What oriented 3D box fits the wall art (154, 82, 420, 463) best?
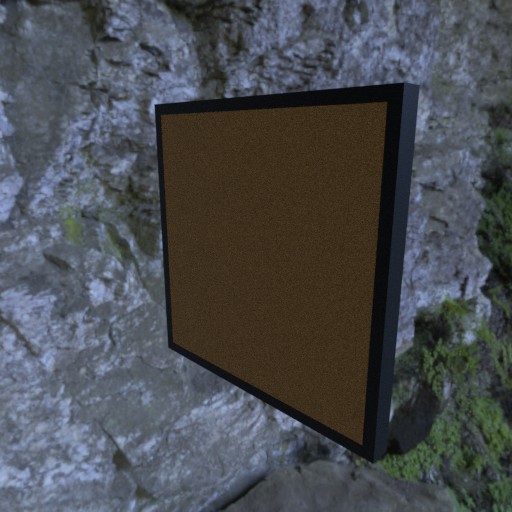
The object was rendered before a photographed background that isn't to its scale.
[{"bbox_3d":[0.000,0.000,0.749,0.508,0.508,0.038,15,21,43],"label":"wall art"}]
